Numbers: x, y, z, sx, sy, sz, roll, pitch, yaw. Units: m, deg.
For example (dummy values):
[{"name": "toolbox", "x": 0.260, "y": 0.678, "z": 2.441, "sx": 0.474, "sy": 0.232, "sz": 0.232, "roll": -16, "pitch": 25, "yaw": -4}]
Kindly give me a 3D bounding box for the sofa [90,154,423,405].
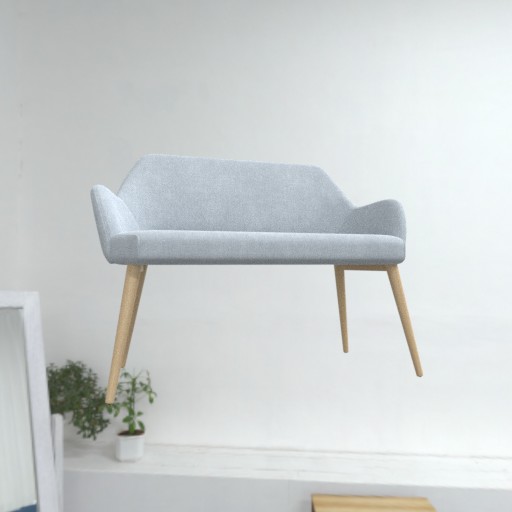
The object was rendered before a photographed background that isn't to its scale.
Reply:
[{"name": "sofa", "x": 0.000, "y": 0.000, "z": 1.649, "sx": 1.150, "sy": 0.840, "sz": 0.610, "roll": 0, "pitch": -1, "yaw": -17}]
